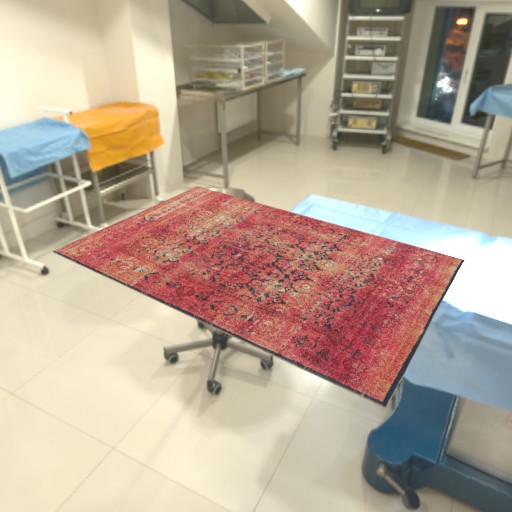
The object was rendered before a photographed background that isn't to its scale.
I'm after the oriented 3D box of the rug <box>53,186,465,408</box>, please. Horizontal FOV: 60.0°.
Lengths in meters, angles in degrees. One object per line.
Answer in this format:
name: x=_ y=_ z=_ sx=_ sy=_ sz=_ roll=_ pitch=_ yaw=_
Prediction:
rug: x=0.000 y=0.000 z=3.096 sx=2.449 sy=0.018 sz=1.539 roll=19 pitch=35 yaw=29
